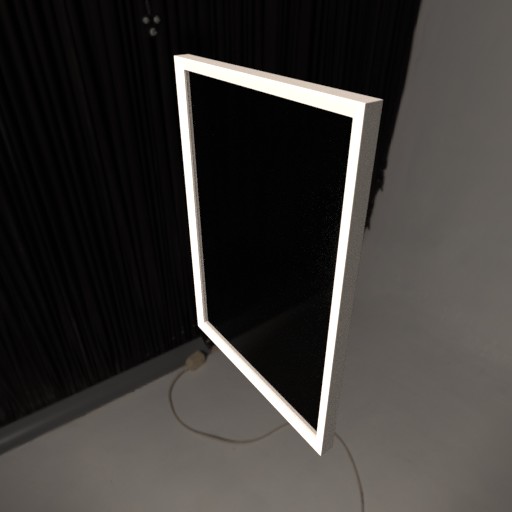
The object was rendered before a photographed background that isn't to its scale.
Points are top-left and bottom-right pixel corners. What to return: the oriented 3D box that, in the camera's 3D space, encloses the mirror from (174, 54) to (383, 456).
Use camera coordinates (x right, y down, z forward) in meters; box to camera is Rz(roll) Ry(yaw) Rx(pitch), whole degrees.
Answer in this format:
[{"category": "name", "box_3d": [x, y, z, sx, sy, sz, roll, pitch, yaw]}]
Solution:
[{"category": "mirror", "box_3d": [0.000, 0.000, 0.916, 0.039, 0.710, 0.507, -21, 38, -30]}]
